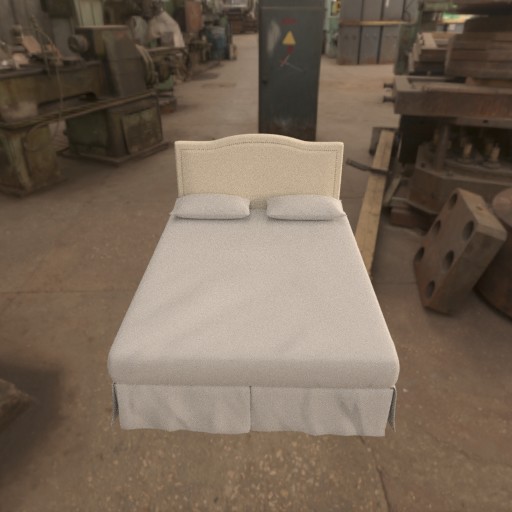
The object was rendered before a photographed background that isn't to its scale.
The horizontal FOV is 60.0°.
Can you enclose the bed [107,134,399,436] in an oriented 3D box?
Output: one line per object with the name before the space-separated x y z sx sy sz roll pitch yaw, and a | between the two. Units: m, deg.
bed | 0.000 0.000 3.745 1.977 1.437 2.477 1 30 1
